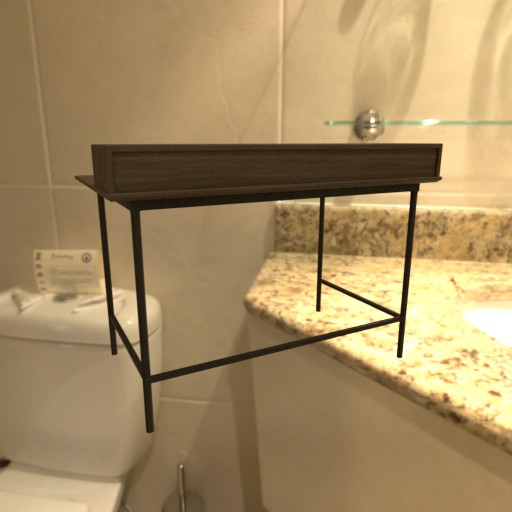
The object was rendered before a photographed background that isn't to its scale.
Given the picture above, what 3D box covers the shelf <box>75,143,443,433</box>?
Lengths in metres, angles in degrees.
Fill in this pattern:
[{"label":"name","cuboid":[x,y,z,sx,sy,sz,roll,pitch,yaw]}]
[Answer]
[{"label":"shelf","cuboid":[0.000,0.000,1.757,1.212,0.865,0.685,-8,16,-27]}]
